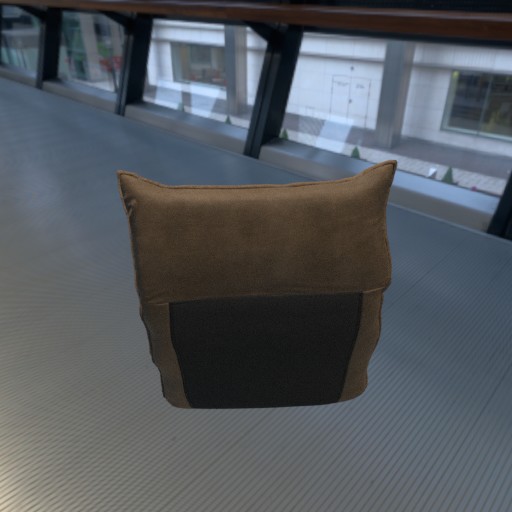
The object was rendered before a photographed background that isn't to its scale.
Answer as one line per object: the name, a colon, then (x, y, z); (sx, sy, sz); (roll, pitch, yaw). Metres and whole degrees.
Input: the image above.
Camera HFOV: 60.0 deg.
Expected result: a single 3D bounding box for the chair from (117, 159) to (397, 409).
chair: (0.000, 0.000, 1.609); (0.714, 0.892, 0.985); (-1, 30, -2)
